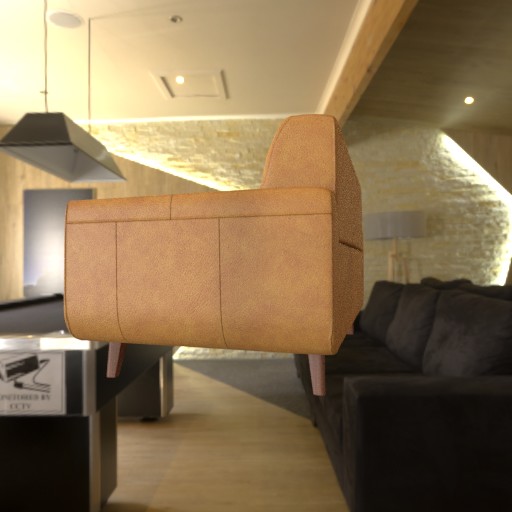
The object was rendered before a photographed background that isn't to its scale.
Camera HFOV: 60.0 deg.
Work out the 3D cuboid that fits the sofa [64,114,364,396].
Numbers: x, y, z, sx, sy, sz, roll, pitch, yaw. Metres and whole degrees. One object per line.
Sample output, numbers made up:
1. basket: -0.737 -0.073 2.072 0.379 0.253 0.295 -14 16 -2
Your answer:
1. sofa: 0.000 0.000 2.181 0.952 0.925 1.651 0 -1 16
